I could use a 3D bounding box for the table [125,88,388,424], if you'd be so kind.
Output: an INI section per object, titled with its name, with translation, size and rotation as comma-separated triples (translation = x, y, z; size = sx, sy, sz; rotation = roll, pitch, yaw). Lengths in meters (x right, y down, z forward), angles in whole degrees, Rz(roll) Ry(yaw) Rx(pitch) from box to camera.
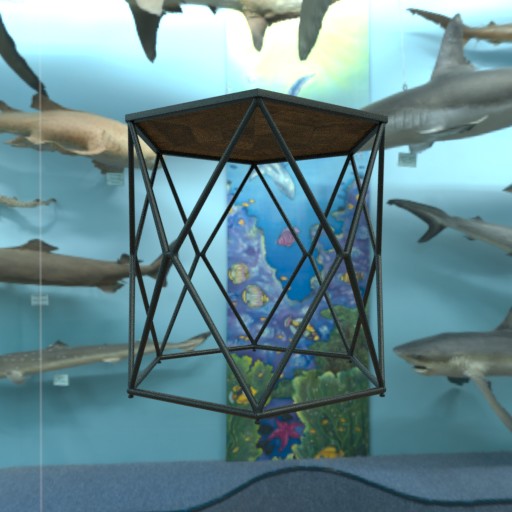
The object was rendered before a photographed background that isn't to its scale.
[table]
translation = 0.000, 0.000, 1.027
size = 0.579, 0.564, 0.578
rotation = 0, 0, -1
